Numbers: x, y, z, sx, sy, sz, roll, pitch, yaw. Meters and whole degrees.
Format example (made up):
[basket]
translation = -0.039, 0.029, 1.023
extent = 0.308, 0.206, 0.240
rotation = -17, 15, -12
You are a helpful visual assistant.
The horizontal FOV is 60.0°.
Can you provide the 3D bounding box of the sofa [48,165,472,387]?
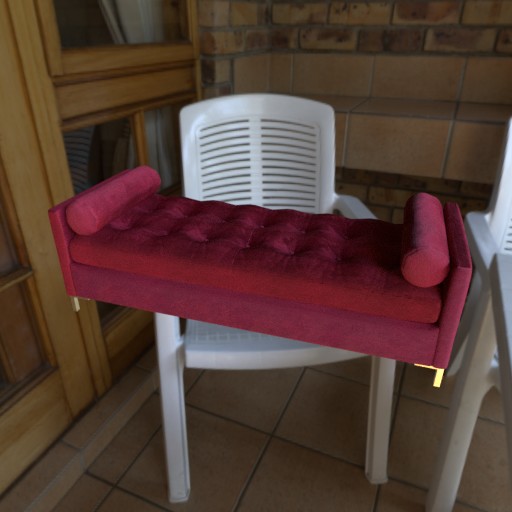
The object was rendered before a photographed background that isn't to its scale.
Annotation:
[sofa]
translation = 0.000, 0.000, 2.516
extent = 2.102, 0.705, 0.796
rotation = 8, 29, 16
